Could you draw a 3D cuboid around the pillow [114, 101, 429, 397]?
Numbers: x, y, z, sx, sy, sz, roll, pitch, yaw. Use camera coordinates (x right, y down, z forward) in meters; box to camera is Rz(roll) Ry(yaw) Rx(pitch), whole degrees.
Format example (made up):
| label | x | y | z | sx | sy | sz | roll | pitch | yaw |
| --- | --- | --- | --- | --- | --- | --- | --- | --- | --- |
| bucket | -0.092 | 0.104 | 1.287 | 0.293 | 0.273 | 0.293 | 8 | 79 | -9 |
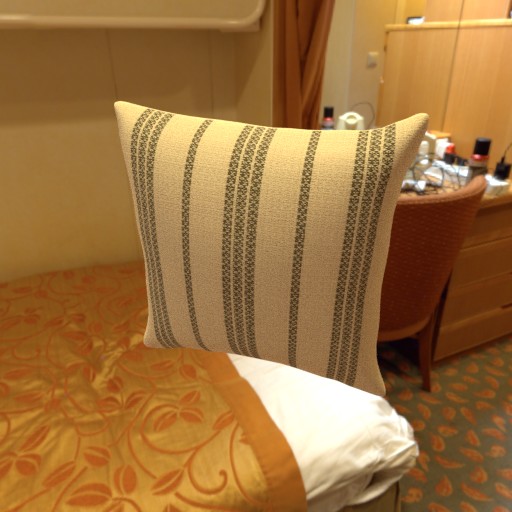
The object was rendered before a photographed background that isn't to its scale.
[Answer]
| label | x | y | z | sx | sy | sz | roll | pitch | yaw |
| --- | --- | --- | --- | --- | --- | --- | --- | --- | --- |
| pillow | 0.000 | 0.000 | 0.630 | 0.405 | 0.406 | 0.173 | 8 | 27 | 16 |
